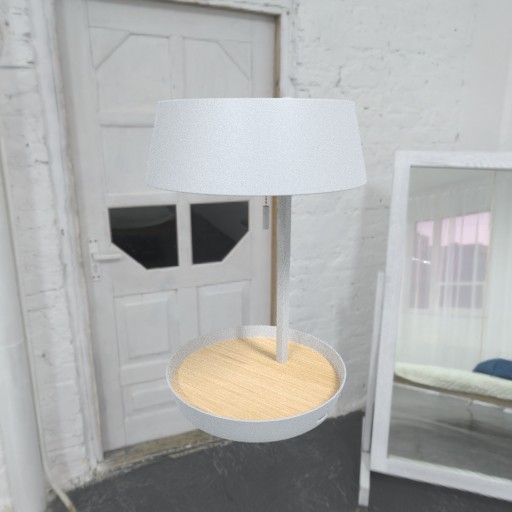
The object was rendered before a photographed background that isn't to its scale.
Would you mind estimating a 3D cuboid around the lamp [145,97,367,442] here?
[{"bbox_3d":[0.000,0.000,0.628,0.291,0.429,0.291,0,17,0],"label":"lamp"}]
